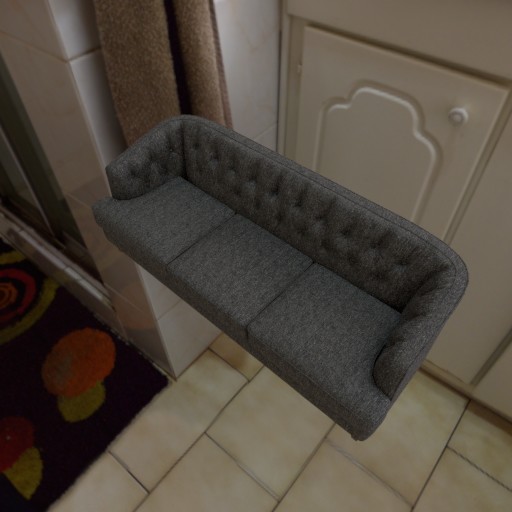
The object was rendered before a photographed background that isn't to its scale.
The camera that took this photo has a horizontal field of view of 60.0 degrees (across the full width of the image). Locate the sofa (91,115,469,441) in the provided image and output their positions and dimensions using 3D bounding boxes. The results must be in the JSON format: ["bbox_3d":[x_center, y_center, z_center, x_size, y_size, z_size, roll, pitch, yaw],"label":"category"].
[{"bbox_3d":[0.000,0.000,2.779,2.278,0.855,0.941,34,56,26],"label":"sofa"}]
